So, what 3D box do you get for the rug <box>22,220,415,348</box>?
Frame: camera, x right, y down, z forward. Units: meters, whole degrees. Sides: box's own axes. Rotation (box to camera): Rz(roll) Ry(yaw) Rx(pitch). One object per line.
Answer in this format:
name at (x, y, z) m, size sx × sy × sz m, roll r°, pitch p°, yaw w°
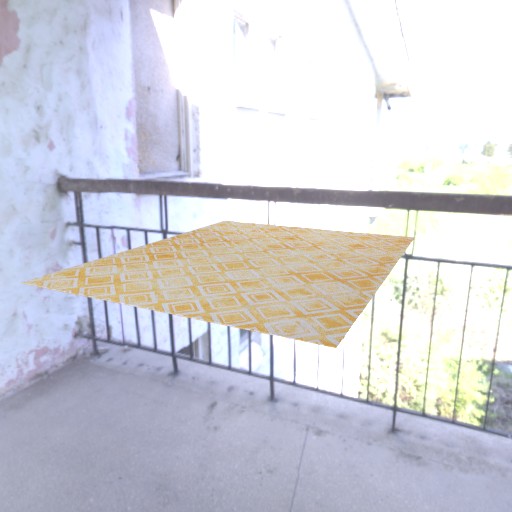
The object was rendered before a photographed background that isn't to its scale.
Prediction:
rug at (0.000, 0.000, 4.117) m, size 2.433 × 0.011 × 3.037 m, roll 7°, pitch 16°, yaw 26°
